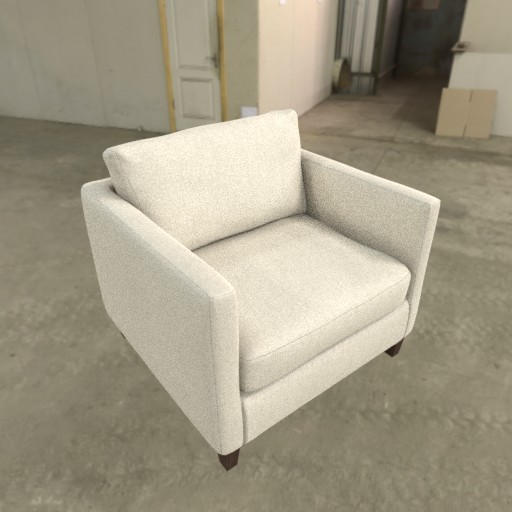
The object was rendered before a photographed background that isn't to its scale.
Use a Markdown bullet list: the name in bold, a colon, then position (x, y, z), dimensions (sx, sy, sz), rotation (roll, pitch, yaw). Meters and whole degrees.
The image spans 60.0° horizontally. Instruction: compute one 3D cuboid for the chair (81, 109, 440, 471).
- **chair**: position (0.000, 0.000, 1.732), dimensions (0.996, 0.919, 0.959), rotation (-22, 37, -32)
